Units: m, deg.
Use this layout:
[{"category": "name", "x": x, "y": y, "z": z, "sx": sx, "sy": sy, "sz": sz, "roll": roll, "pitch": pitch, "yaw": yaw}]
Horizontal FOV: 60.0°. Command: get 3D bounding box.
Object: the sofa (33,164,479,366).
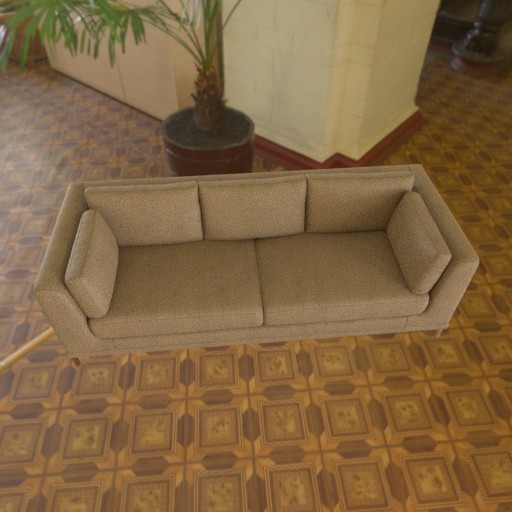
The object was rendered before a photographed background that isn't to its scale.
[{"category": "sofa", "x": 0.000, "y": 0.000, "z": 2.908, "sx": 2.415, "sy": 0.867, "sz": 0.969, "roll": -4, "pitch": 45, "yaw": -4}]
